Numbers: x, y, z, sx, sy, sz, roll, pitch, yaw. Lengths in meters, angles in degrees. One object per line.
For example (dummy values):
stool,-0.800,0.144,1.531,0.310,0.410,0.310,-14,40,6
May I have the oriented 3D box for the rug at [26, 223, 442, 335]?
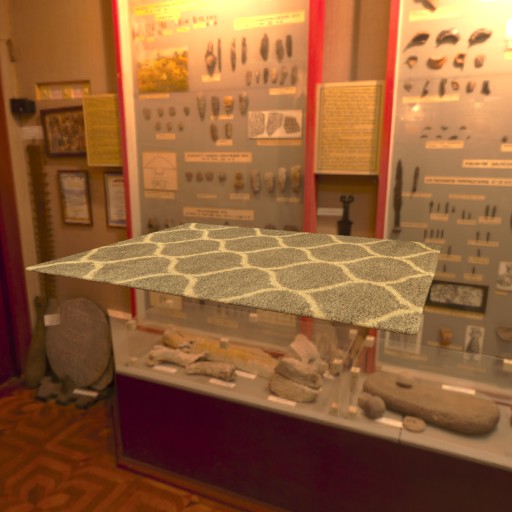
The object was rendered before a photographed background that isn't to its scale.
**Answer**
rug,0.000,0.000,3.999,3.000,0.026,2.399,6,15,24
